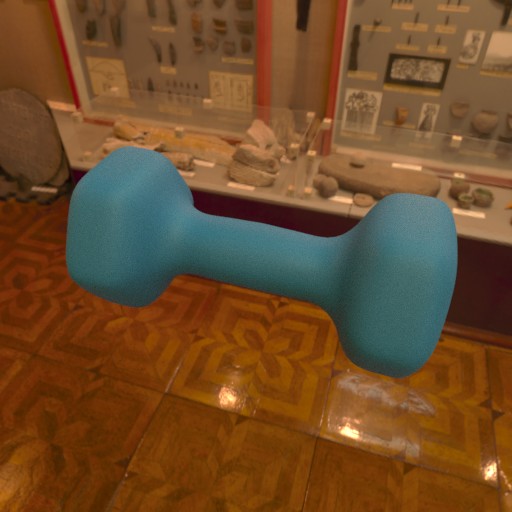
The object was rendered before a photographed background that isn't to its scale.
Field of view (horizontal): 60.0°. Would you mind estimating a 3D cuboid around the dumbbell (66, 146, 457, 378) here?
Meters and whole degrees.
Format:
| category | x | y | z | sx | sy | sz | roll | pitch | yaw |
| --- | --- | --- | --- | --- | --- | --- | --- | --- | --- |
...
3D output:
| category | x | y | z | sx | sy | sz | roll | pitch | yaw |
| --- | --- | --- | --- | --- | --- | --- | --- | --- | --- |
| dumbbell | 0.000 | 0.000 | 0.186 | 0.152 | 0.066 | 0.074 | 13 | 43 | 14 |
